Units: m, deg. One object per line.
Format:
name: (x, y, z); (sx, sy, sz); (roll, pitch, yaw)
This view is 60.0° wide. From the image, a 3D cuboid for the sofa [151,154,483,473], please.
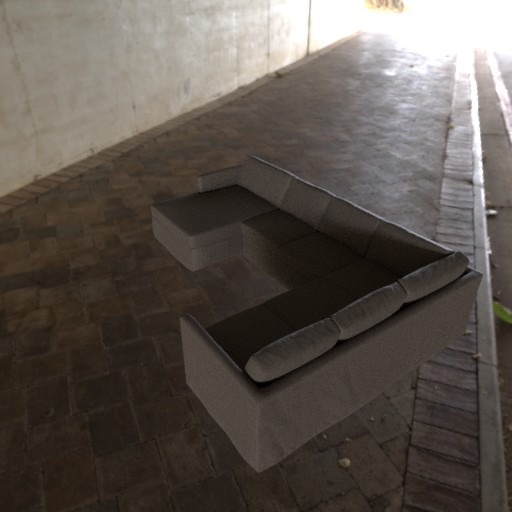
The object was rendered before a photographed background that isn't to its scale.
sofa: (0.000, 0.000, 4.571); (2.476, 0.878, 3.528); (-21, 37, -30)
